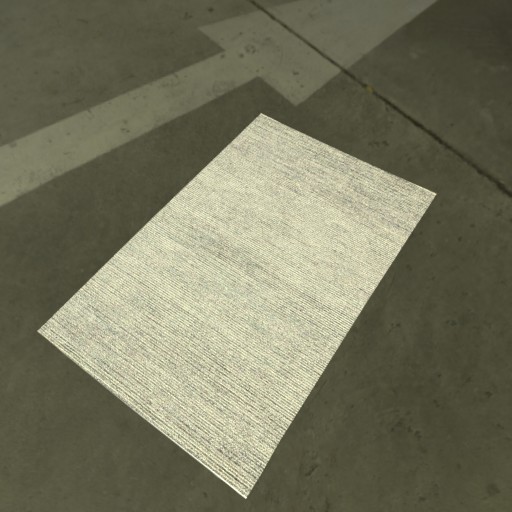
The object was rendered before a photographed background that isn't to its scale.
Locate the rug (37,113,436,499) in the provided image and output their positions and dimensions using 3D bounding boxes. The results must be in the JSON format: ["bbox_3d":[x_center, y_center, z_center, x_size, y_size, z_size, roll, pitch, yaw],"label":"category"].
[{"bbox_3d":[0.000,0.000,2.202,1.159,0.021,1.789,31,63,18],"label":"rug"}]
